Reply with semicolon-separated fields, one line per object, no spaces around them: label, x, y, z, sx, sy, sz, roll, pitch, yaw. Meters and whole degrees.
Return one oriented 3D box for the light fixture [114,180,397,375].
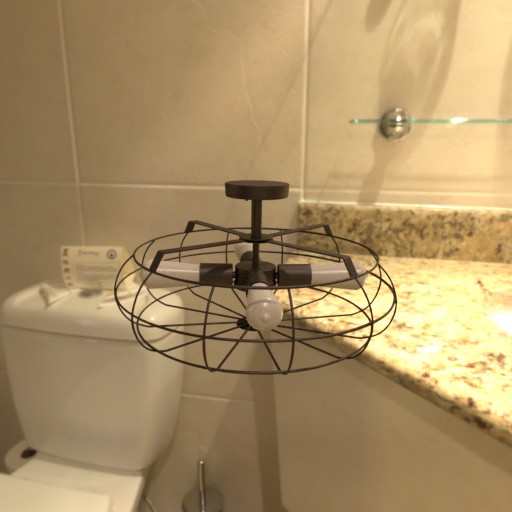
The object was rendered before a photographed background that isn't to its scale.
light fixture;0.000;0.000;0.943;0.582;0.311;0.582;0;15;0
